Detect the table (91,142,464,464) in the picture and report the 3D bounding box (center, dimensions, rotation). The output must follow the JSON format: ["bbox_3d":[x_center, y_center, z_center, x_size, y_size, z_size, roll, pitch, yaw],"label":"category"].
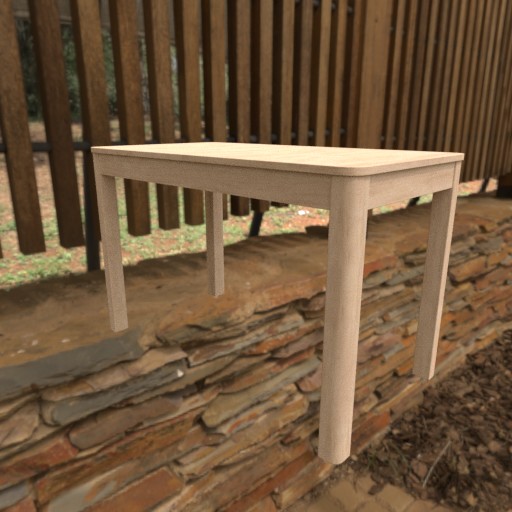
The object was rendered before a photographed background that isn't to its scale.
[{"bbox_3d":[0.000,0.000,1.930,1.400,0.900,0.750,15,23,41],"label":"table"}]
